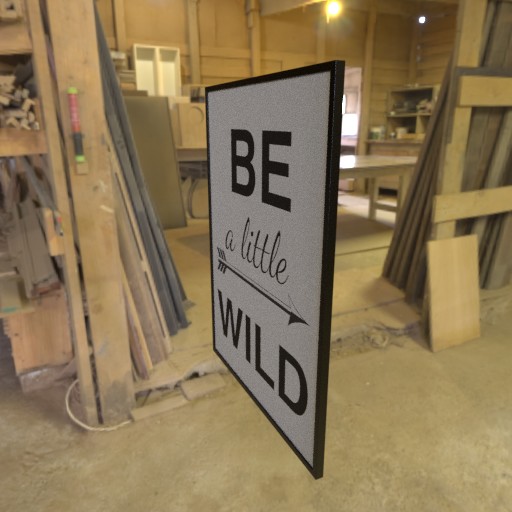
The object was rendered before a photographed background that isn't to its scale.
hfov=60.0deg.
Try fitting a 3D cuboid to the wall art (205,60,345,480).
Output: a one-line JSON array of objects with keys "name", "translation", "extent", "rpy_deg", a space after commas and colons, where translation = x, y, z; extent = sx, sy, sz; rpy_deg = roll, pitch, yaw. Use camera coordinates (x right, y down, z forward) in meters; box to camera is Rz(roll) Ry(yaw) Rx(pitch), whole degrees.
[{"name": "wall art", "translation": [0.000, 0.000, 0.776], "extent": [0.013, 0.582, 0.442], "rpy_deg": [-8, 18, -25]}]
